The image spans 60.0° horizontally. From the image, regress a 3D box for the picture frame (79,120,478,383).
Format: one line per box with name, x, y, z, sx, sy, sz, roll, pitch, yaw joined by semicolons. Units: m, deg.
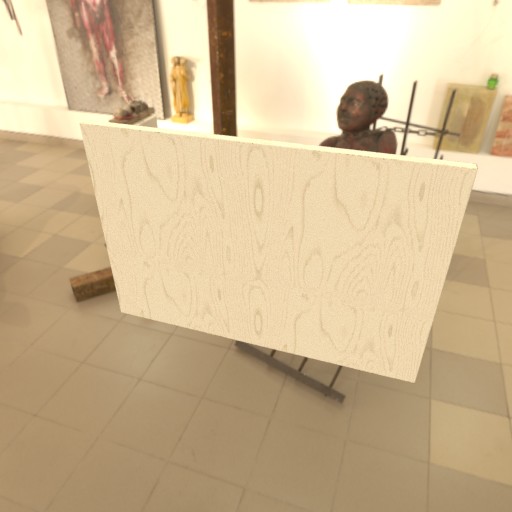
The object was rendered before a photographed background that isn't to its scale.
picture frame;0.000;0.000;1.205;0.950;0.640;0.029;11;35;15
